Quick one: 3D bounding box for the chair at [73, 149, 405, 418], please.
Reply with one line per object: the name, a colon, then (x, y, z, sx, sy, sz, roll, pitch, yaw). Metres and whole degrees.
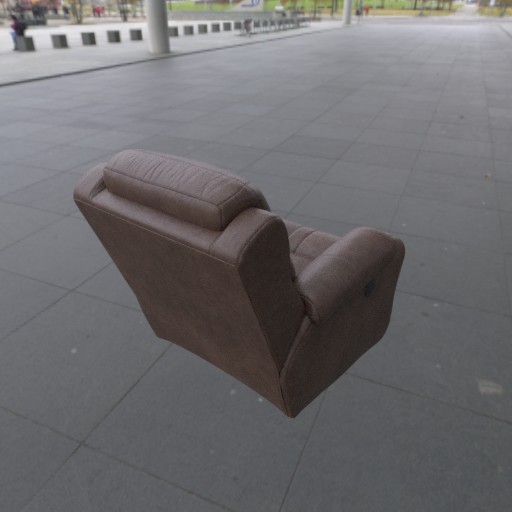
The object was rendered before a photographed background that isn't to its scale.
chair: (0.000, 0.000, 1.836, 0.940, 0.990, 1.067, 21, 36, 33)
